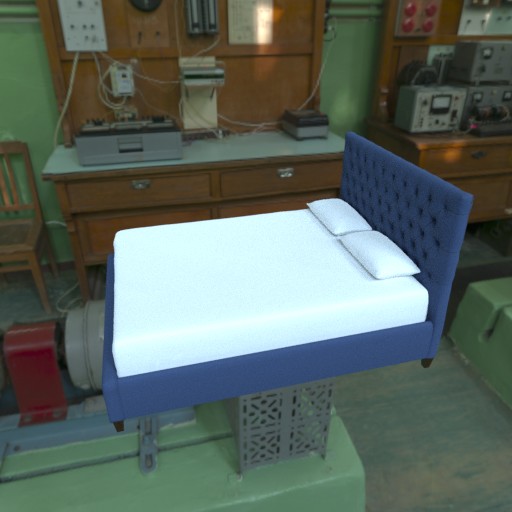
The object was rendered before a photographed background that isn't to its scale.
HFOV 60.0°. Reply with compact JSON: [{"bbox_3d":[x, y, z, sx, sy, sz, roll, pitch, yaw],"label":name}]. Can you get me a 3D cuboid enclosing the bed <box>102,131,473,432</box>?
[{"bbox_3d":[0.000,0.000,3.503,2.387,1.427,1.706,-7,30,-13],"label":"bed"}]
